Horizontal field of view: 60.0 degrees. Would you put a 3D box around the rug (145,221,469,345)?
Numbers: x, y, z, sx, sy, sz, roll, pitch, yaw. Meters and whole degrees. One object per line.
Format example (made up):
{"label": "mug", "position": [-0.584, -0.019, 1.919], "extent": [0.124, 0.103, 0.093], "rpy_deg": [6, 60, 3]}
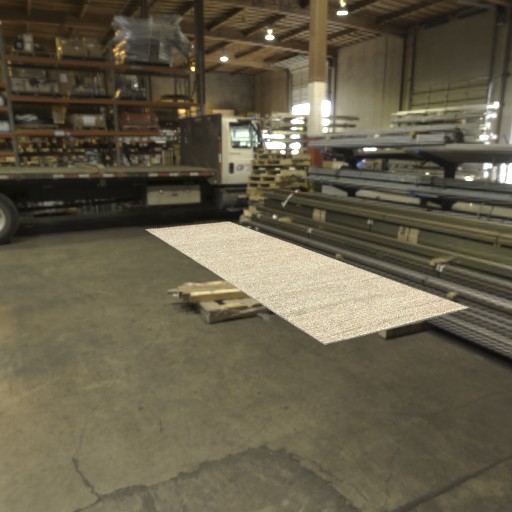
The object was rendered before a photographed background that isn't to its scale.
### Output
{"label": "rug", "position": [0.000, 0.000, 2.687], "extent": [0.741, 0.014, 2.390], "rpy_deg": [-7, 16, -27]}
